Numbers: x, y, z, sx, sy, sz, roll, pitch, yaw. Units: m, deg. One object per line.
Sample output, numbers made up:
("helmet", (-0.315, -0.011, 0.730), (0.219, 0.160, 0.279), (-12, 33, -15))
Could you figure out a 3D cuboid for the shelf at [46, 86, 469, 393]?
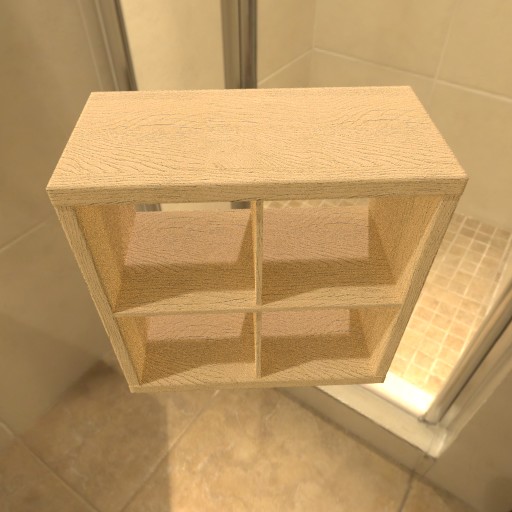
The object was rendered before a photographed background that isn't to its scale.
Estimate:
("shelf", (0.000, 0.000, 1.243), (0.790, 0.786, 0.390), (-2, 46, -2))
